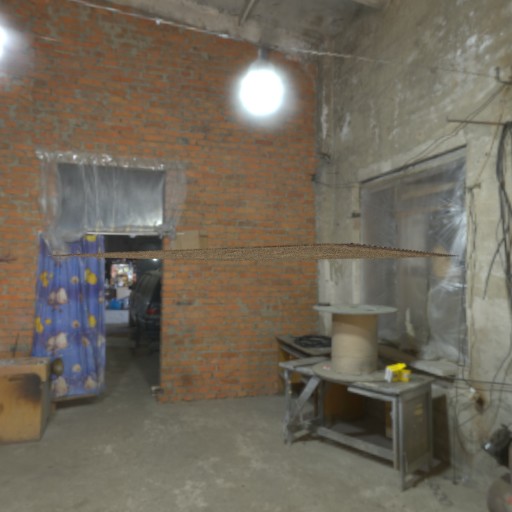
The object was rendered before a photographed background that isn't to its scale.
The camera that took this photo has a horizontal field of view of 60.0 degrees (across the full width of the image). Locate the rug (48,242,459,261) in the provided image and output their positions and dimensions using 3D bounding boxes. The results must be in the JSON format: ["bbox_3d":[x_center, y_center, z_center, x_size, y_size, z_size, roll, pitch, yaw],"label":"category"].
[{"bbox_3d":[0.000,0.000,4.197,3.056,0.010,2.437,-2,-3,37],"label":"rug"}]
